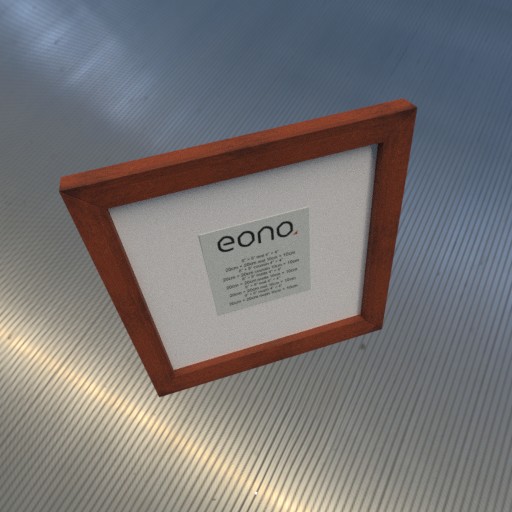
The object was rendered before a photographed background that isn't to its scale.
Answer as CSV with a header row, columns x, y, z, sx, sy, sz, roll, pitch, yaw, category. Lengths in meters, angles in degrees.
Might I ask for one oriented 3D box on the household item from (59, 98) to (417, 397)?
x,y,z,sx,sy,sz,roll,pitch,yaw,category
0.000,0.000,0.383,0.240,0.240,0.131,-15,63,-8,household item
